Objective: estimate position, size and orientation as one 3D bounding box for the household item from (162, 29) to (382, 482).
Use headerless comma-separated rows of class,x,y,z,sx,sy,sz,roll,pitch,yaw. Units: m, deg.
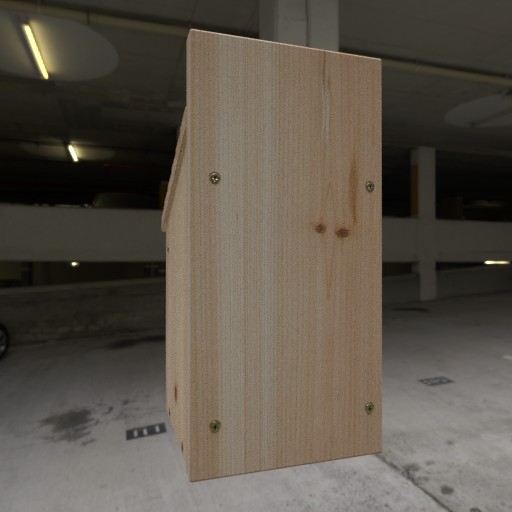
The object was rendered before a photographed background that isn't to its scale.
household item,0.000,0.000,0.395,0.149,0.300,0.171,0,0,-18
